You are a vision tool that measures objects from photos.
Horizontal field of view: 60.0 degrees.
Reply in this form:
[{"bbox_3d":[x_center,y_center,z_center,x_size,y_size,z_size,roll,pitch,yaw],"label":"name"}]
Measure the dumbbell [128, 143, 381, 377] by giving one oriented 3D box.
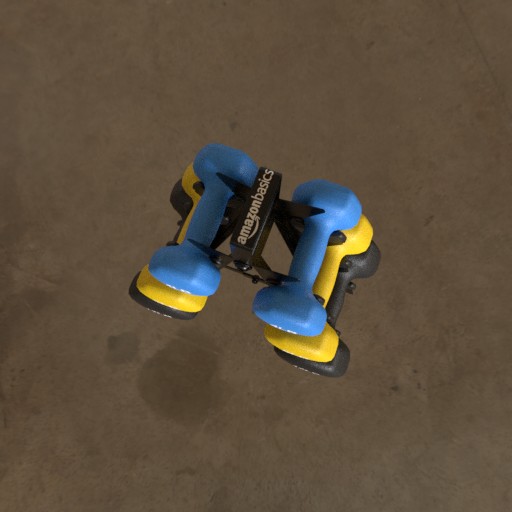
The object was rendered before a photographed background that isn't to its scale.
[{"bbox_3d":[0.000,0.000,0.672,0.409,0.426,0.255,20,77,5],"label":"dumbbell"}]
